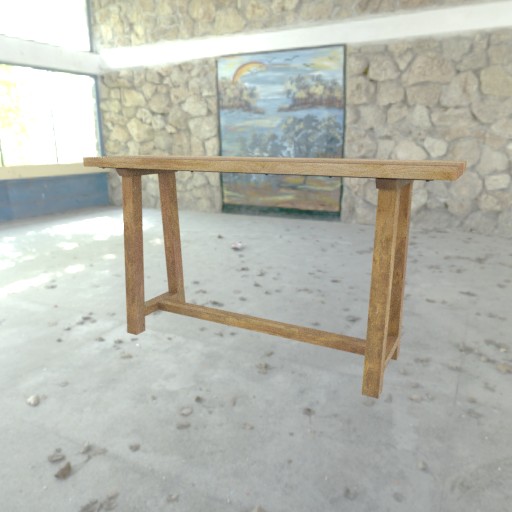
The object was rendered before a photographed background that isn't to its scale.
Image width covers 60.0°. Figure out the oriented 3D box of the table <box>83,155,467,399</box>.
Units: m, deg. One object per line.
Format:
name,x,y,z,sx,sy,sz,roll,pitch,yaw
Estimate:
table,0.000,0.000,1.892,1.524,0.810,0.405,8,16,27
